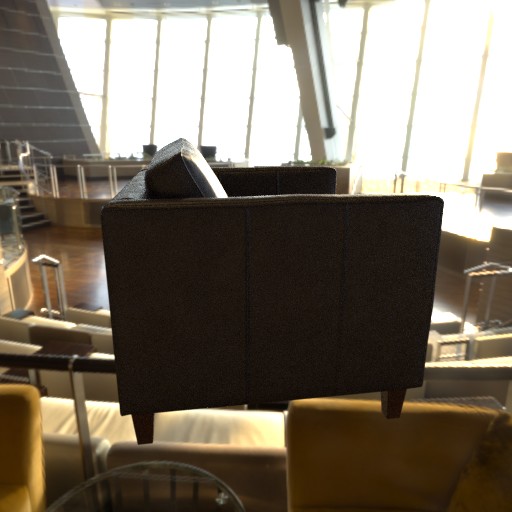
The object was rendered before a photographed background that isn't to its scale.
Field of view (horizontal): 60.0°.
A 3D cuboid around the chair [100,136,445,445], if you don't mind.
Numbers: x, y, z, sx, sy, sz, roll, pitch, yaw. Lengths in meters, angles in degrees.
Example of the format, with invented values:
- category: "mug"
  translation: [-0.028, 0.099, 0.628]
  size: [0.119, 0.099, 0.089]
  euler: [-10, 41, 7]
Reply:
- category: "chair"
  translation: [0.000, 0.000, 1.566]
  size: [0.862, 0.811, 0.939]
  euler: [-2, 16, -9]
